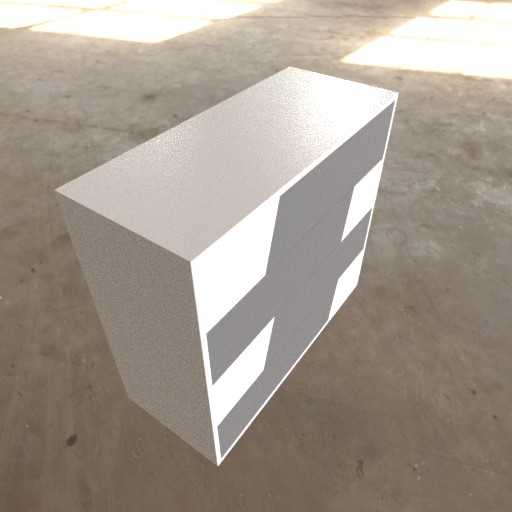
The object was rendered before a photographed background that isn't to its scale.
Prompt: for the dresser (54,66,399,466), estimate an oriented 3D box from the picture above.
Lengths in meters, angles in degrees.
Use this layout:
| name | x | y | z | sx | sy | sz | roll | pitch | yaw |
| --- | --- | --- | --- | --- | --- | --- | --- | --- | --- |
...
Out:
| name | x | y | z | sx | sy | sz | roll | pitch | yaw |
| --- | --- | --- | --- | --- | --- | --- | --- | --- | --- |
| dresser | 0.000 | 0.000 | 1.674 | 0.460 | 1.000 | 1.100 | 26 | 48 | 26 |
